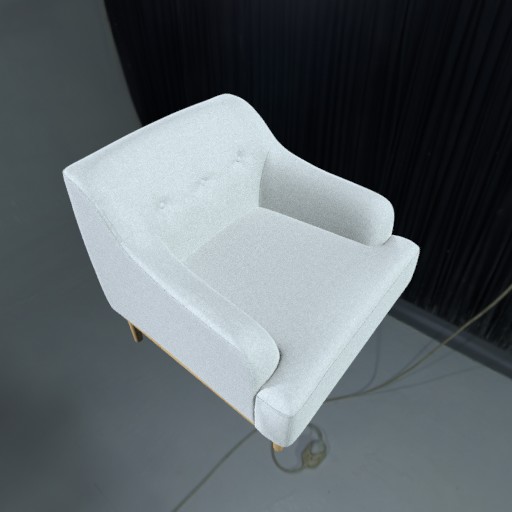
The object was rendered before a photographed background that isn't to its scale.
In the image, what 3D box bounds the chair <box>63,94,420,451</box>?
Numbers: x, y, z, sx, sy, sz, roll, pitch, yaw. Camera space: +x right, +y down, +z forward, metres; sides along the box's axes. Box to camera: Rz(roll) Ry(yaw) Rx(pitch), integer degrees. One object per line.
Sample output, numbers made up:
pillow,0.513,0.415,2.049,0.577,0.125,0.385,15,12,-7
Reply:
chair,0.000,0.000,1.659,0.951,0.818,0.946,27,48,27
